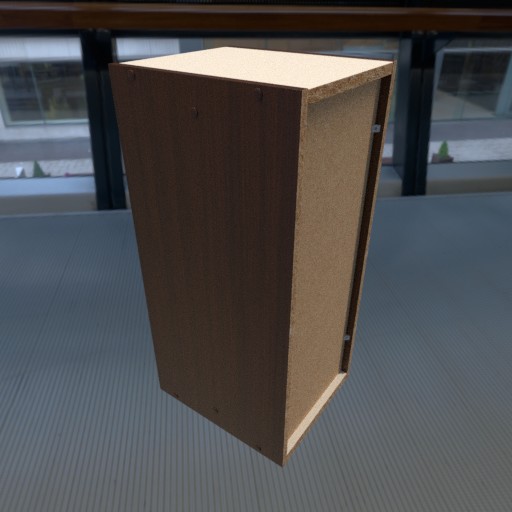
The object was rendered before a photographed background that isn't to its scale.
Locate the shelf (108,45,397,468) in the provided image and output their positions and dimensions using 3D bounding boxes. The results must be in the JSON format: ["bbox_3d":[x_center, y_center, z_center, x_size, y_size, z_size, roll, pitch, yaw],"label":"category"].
[{"bbox_3d":[0.000,0.000,0.741,0.290,0.600,0.253,21,37,30],"label":"shelf"}]
